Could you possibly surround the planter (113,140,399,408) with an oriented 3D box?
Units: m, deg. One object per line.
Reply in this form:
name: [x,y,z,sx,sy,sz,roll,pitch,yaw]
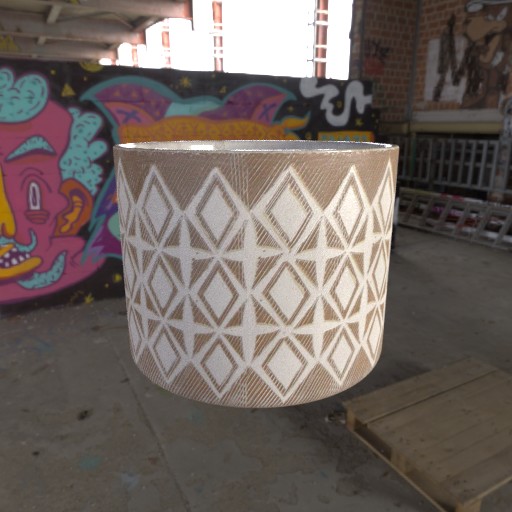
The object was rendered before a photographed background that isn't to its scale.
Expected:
planter: [0.000,0.000,0.336,0.193,0.165,0.193,0,16,0]
